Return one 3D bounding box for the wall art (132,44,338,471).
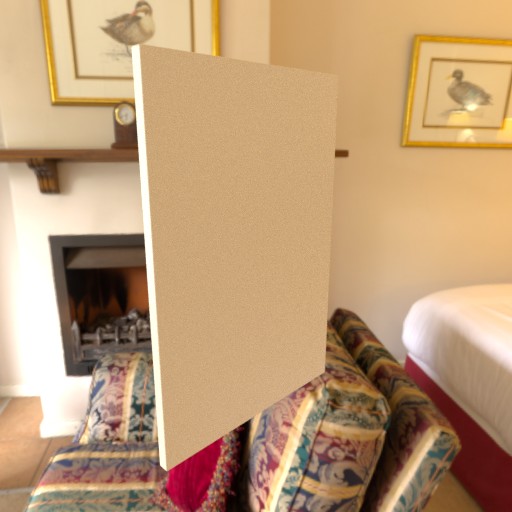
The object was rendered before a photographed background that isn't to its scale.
[{"bbox_3d":[0.000,0.000,1.469,0.038,1.183,0.808,15,21,42],"label":"wall art"}]
